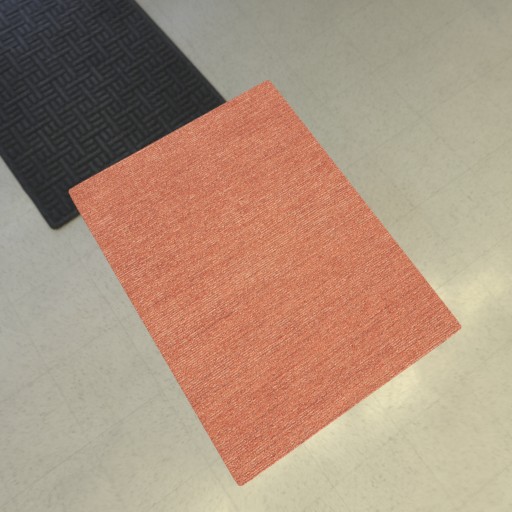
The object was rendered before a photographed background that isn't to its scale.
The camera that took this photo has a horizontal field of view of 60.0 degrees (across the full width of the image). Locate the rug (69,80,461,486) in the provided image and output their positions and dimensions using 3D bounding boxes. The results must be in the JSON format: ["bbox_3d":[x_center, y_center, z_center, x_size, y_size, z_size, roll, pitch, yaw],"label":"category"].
[{"bbox_3d":[0.000,0.000,2.787,1.594,0.009,2.112,-32,76,-9],"label":"rug"}]
